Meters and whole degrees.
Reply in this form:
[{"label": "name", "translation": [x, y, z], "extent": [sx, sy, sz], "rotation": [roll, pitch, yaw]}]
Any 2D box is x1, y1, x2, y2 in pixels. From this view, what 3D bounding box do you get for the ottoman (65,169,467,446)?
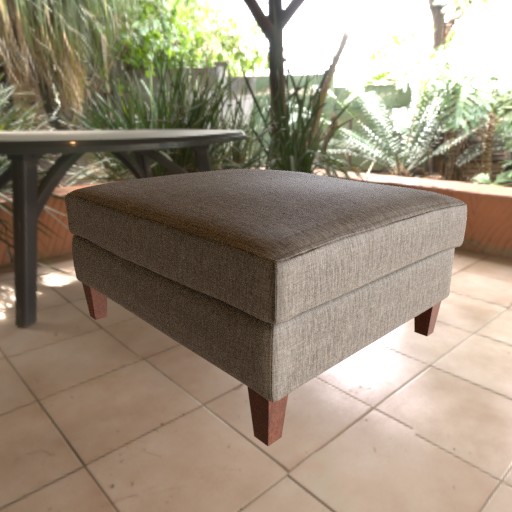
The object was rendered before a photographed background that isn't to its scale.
[{"label": "ottoman", "translation": [0.000, 0.000, 1.436], "extent": [0.839, 0.492, 0.994], "rotation": [-16, 24, -41]}]
